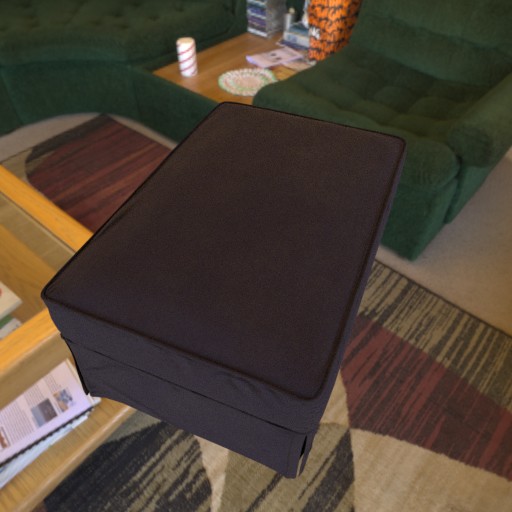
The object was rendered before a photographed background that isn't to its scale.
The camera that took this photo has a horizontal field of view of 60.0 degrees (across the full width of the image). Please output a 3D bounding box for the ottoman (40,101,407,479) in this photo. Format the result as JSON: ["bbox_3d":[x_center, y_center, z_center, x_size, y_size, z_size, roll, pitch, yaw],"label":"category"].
[{"bbox_3d":[0.000,0.000,1.268,0.637,0.503,0.938,17,49,15],"label":"ottoman"}]
